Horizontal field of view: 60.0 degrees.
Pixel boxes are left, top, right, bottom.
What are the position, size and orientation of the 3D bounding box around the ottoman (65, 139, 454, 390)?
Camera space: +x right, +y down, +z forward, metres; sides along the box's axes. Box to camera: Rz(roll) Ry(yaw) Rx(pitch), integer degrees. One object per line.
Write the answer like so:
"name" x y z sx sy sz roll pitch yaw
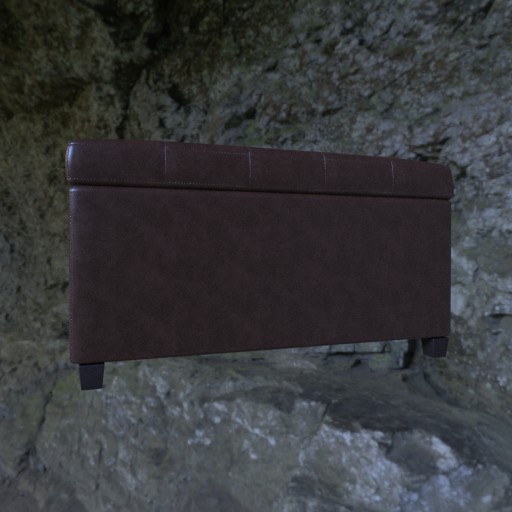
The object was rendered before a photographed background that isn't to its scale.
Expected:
"ottoman" 0.000 0.000 1.103 0.838 0.470 0.432 0 1 -18
